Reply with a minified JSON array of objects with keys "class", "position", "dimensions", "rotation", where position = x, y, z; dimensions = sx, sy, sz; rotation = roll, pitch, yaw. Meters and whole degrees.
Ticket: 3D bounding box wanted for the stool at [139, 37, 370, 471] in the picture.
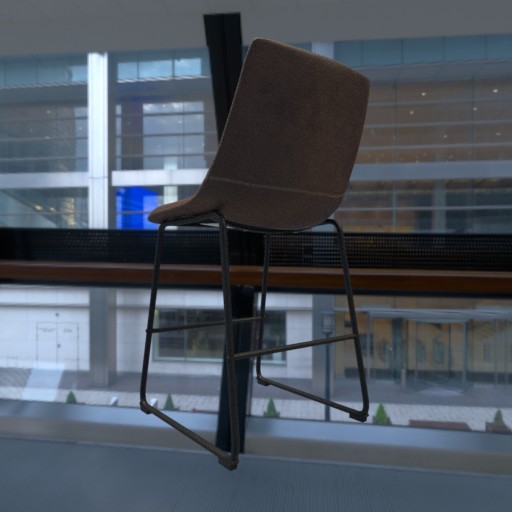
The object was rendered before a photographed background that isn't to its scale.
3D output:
[{"class":"stool","position":[0.000,0.000,1.204],"dimensions":[0.460,0.890,0.550],"rotation":[0,0,-38]}]
